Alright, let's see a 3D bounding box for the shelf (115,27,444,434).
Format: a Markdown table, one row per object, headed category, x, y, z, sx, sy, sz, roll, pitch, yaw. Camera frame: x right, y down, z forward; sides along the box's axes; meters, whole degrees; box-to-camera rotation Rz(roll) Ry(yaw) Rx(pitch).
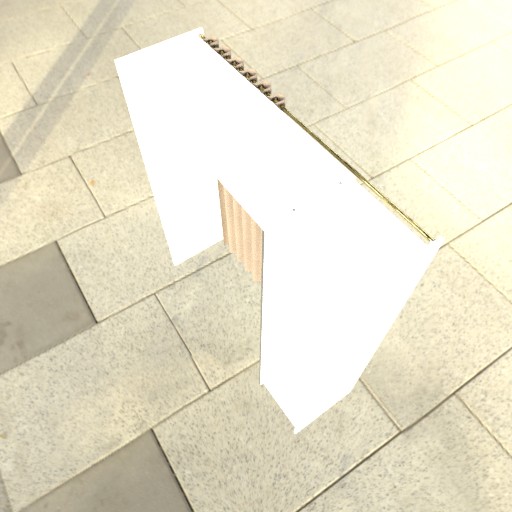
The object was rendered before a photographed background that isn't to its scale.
| category | x | y | z | sx | sy | sz | roll | pitch | yaw |
| --- | --- | --- | --- | --- | --- | --- | --- | --- | --- |
| shelf | 0.000 | 0.000 | 2.567 | 0.500 | 1.820 | 1.600 | -31 | 62 | -18 |
